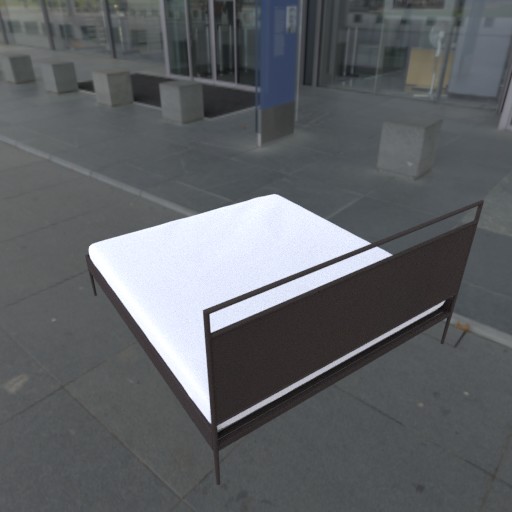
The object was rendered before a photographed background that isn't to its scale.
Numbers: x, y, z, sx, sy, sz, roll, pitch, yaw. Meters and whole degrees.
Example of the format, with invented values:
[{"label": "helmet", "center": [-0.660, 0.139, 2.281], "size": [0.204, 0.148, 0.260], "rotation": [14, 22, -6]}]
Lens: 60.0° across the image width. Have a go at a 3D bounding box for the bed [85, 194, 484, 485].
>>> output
[{"label": "bed", "center": [0.000, 0.000, 3.341], "size": [1.993, 1.173, 2.151], "rotation": [-19, 36, -29]}]
